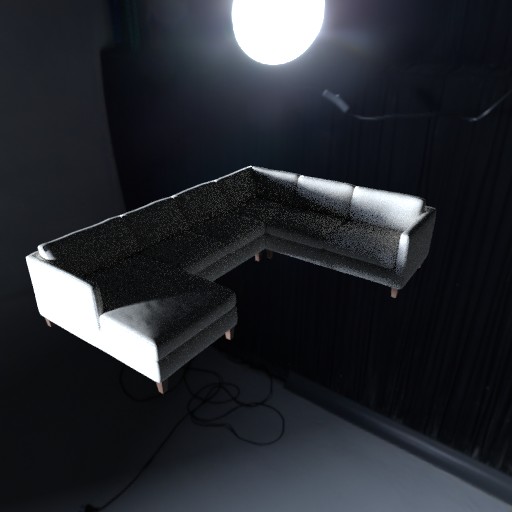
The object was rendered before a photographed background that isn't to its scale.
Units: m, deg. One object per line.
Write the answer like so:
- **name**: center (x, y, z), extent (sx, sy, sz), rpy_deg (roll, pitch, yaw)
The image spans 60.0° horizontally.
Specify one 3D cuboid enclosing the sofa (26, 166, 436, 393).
- **sofa**: center (0.000, 0.000, 4.365), extent (2.551, 0.853, 3.238), rpy_deg (18, 32, 31)
